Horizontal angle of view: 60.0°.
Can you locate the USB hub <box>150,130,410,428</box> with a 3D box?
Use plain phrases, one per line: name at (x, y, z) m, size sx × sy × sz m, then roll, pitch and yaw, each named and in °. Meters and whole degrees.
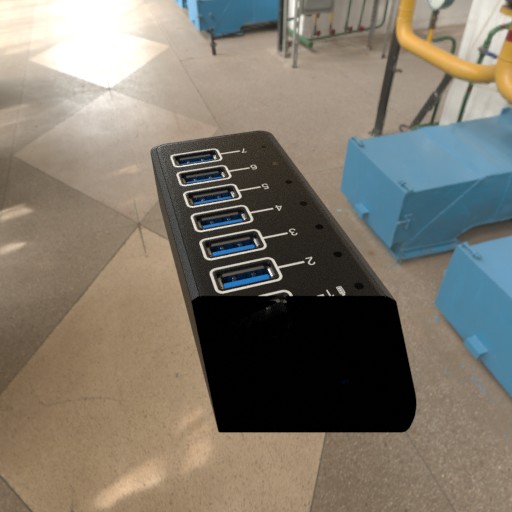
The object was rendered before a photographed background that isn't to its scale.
USB hub at (0.000, 0.000, 0.127) m, size 0.044 × 0.023 × 0.110 m, roll -12°, pitch 43°, yaw -13°
